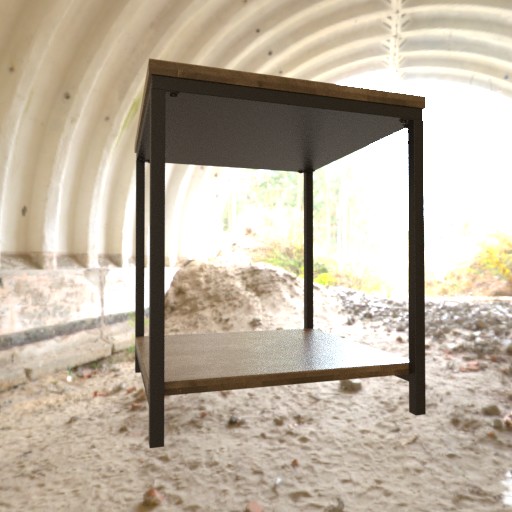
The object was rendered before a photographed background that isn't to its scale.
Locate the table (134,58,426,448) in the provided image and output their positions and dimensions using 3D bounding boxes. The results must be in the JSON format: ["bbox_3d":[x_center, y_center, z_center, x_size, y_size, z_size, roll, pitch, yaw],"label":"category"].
[{"bbox_3d":[0.000,0.000,0.985,0.503,0.589,0.507,0,-1,-18],"label":"table"}]
